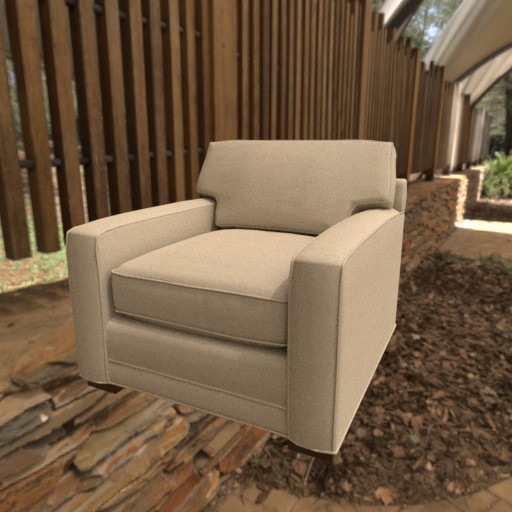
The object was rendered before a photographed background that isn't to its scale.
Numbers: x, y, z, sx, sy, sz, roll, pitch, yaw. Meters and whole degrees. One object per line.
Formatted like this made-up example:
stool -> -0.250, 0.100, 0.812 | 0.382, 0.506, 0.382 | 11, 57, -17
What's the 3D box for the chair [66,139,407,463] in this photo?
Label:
chair -> 0.000, 0.000, 1.793 | 0.998, 0.913, 1.043 | 7, 16, 25
